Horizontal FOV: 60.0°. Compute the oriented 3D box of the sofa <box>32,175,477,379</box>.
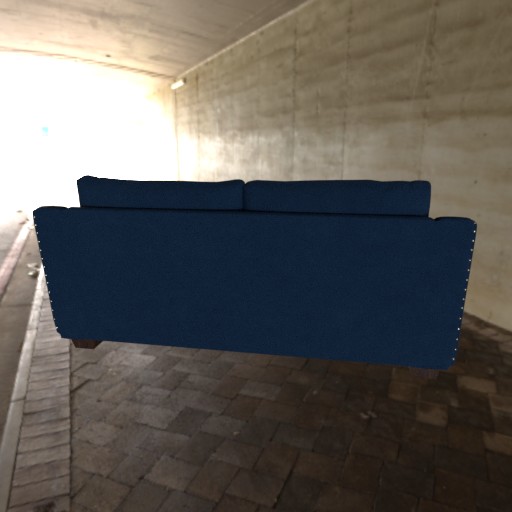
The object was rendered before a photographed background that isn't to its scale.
[{"bbox_3d":[0.000,0.000,2.656,2.107,0.983,1.104,3,15,10],"label":"sofa"}]
